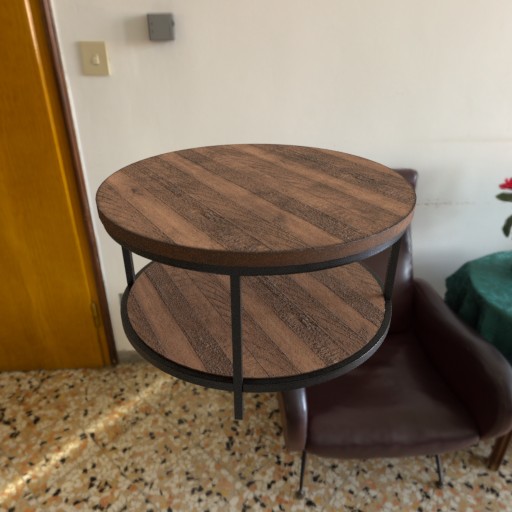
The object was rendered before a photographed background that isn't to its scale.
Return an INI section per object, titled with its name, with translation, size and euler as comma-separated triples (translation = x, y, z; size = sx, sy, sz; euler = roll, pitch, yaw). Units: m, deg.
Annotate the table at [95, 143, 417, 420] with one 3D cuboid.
[table]
translation = 0.000, 0.000, 1.321
size = 0.837, 0.462, 0.837
euler = 0, 28, 0
